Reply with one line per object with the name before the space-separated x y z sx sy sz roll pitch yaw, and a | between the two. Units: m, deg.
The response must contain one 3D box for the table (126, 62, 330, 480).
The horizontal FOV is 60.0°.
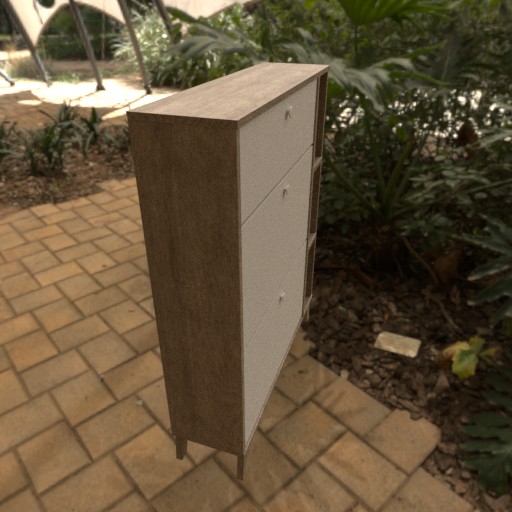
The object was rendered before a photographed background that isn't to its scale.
table | 0.000 0.000 1.538 0.256 1.135 0.902 10 31 17
